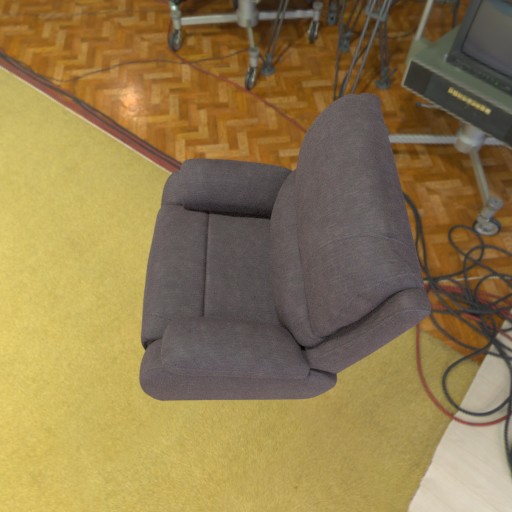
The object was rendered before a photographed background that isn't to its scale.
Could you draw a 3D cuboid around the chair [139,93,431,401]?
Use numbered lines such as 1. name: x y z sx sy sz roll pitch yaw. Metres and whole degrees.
1. chair: 0.000 0.000 1.696 0.899 1.011 0.930 -1 58 0
